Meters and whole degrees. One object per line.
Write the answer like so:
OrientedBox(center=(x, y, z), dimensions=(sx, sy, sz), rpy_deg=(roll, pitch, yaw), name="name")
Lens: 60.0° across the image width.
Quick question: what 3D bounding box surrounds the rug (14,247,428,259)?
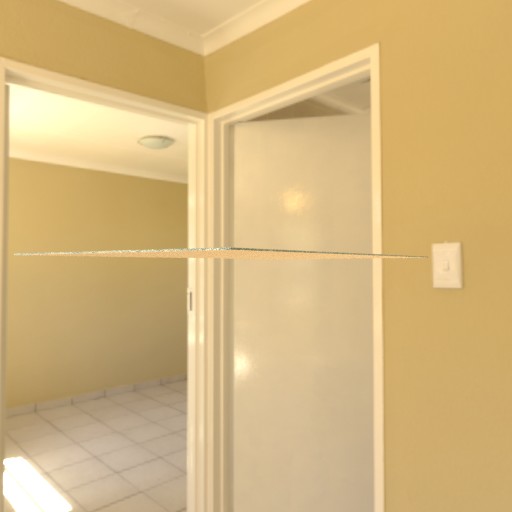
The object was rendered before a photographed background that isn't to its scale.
OrientedBox(center=(0.000, 0.000, 2.161), dimensions=(1.142, 0.006, 1.752), rpy_deg=(-1, -1, 37), name="rug")
